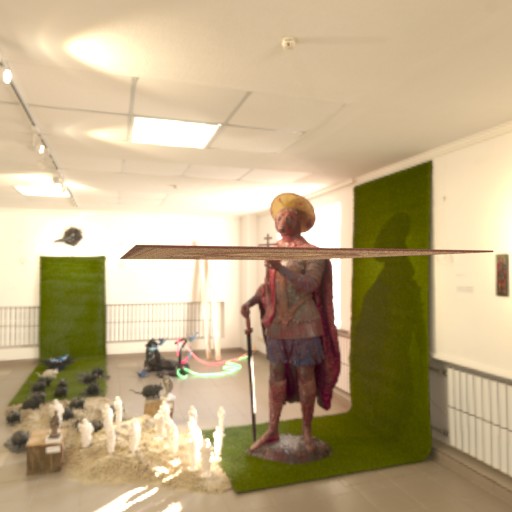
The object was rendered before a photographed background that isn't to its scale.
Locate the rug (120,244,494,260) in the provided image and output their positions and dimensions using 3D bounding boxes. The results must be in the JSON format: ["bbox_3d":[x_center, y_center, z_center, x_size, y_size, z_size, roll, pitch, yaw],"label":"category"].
[{"bbox_3d":[0.000,0.000,4.189,2.381,0.013,3.197,1,-2,-18],"label":"rug"}]
